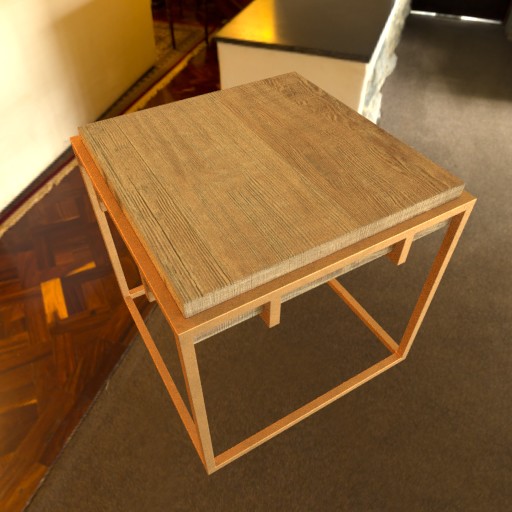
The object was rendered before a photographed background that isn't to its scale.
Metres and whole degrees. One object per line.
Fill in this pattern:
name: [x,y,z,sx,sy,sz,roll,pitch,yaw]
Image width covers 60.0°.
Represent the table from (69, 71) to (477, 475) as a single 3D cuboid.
table: [0.000,0.000,1.084,0.599,0.584,0.599,-23,50,-21]
